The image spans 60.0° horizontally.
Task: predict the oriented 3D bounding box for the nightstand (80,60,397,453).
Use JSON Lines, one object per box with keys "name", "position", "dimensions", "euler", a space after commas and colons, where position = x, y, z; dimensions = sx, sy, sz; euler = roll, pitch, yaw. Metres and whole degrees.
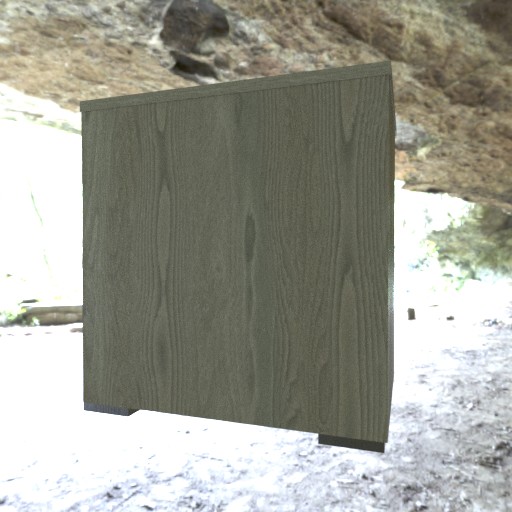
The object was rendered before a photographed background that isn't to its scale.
{"name": "nightstand", "position": [0.000, 0.000, 0.743], "dimensions": [0.442, 0.461, 0.325], "euler": [0, 1, 19]}
